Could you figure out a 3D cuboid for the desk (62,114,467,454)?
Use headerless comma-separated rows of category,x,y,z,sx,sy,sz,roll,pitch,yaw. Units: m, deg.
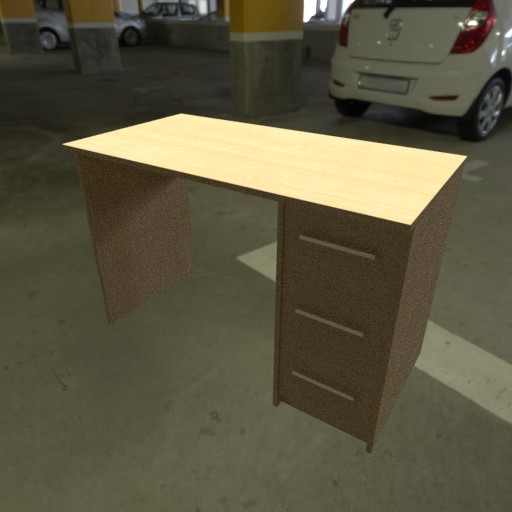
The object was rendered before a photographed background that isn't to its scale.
desk,0.000,0.000,1.520,1.097,0.735,0.560,18,34,29
